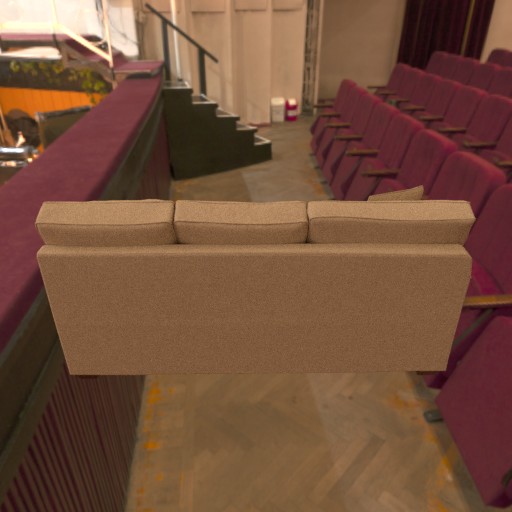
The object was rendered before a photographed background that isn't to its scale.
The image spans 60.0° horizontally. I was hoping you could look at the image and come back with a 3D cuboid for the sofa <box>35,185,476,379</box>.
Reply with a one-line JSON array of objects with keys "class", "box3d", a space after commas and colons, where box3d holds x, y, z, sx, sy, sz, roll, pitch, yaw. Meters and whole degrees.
[{"class": "sofa", "box3d": [0.000, 0.000, 2.515, 1.962, 0.946, 1.034, 0, 29, -1]}]
